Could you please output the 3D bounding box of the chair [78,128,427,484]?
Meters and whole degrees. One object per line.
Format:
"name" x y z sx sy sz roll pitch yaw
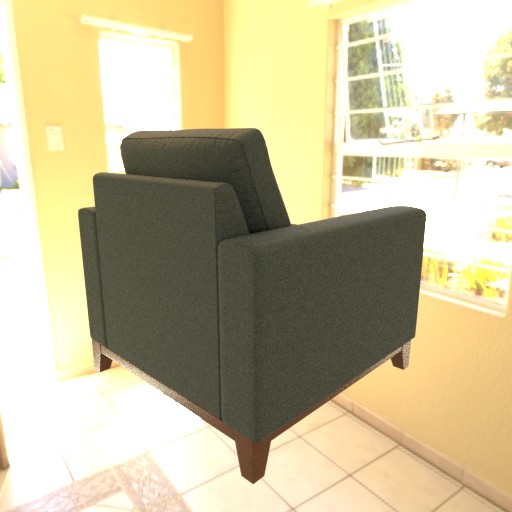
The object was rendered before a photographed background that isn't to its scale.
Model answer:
"chair" 0.000 0.000 1.855 1.024 1.010 1.038 13 20 43
